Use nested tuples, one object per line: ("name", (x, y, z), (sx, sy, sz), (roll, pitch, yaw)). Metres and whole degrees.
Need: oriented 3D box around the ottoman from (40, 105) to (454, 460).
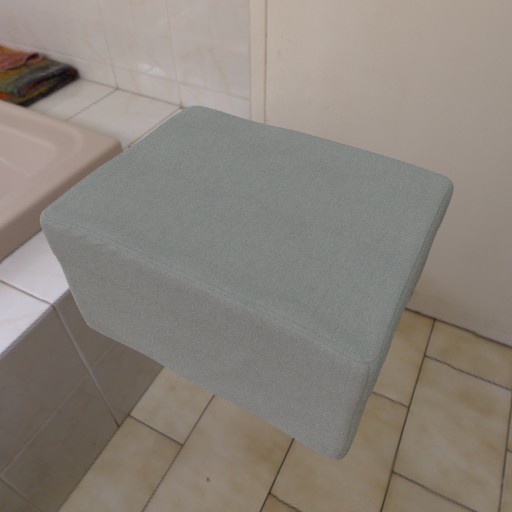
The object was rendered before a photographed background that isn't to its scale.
("ottoman", (0.000, 0.000, 1.229), (0.833, 0.461, 0.648), (22, 50, 20))
